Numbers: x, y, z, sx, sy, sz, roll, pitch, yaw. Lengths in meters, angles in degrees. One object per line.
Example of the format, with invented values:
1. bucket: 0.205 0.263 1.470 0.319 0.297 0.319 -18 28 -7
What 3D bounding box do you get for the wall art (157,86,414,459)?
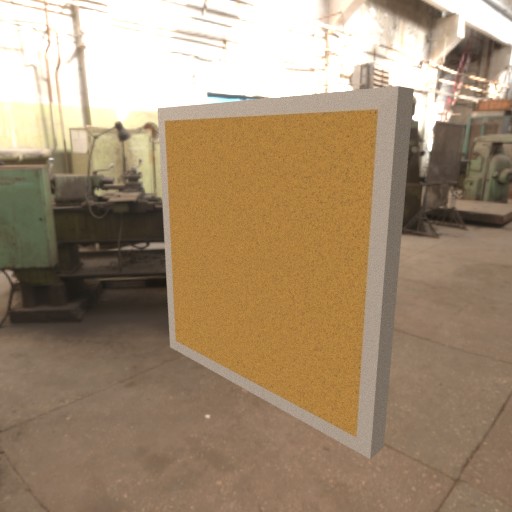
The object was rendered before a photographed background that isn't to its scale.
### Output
1. wall art: 0.000 0.000 1.943 0.098 1.291 1.289 -14 20 -43
